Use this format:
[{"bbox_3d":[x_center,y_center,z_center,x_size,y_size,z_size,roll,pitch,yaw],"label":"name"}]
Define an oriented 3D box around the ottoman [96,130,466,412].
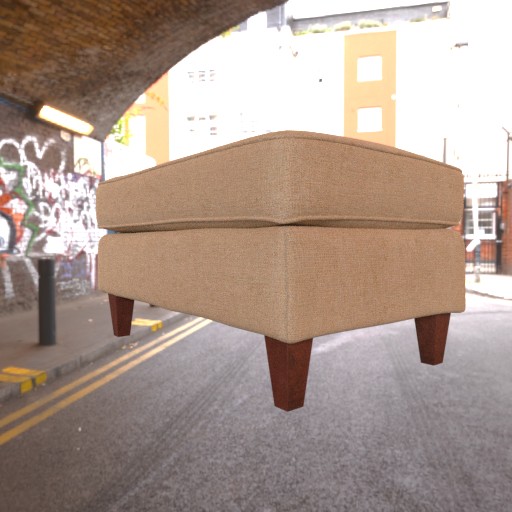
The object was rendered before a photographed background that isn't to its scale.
[{"bbox_3d":[0.000,0.000,1.169,0.583,0.484,0.862,-1,2,-38],"label":"ottoman"}]
